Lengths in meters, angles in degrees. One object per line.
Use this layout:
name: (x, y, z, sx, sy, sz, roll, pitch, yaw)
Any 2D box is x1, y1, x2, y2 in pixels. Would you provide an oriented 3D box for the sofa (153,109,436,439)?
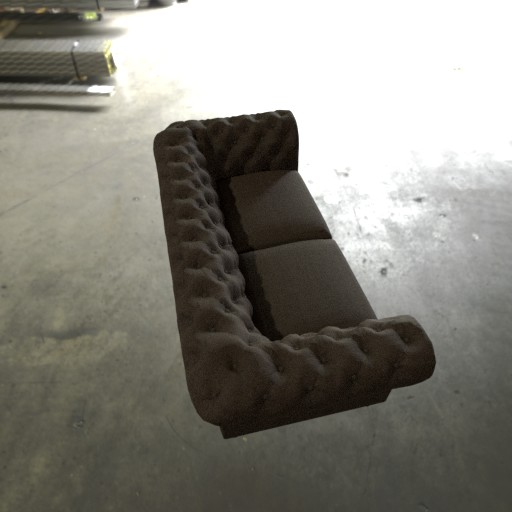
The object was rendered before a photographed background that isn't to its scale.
sofa: (0.000, 0.000, 2.488, 0.944, 0.780, 2.048, -10, 46, -9)
